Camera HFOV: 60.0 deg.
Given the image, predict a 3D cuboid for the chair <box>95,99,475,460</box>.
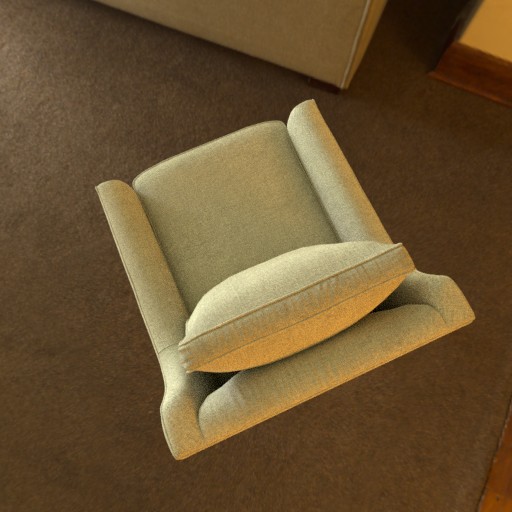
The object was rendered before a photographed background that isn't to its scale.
[{"bbox_3d":[0.000,0.000,1.507,0.838,0.864,0.918,-23,77,-6],"label":"chair"}]
